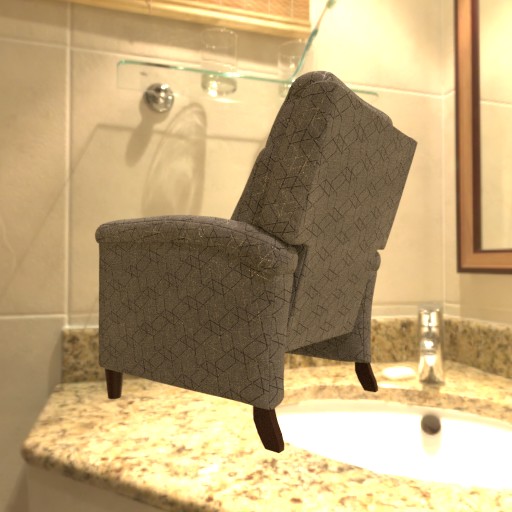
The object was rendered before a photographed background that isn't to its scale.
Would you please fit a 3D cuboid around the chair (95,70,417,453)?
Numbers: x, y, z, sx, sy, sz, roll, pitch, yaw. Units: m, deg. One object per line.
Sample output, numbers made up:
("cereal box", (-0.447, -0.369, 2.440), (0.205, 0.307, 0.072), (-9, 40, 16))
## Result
("chair", (0.000, 0.000, 1.643), (0.987, 1.048, 0.753), (-1, -1, 36))
